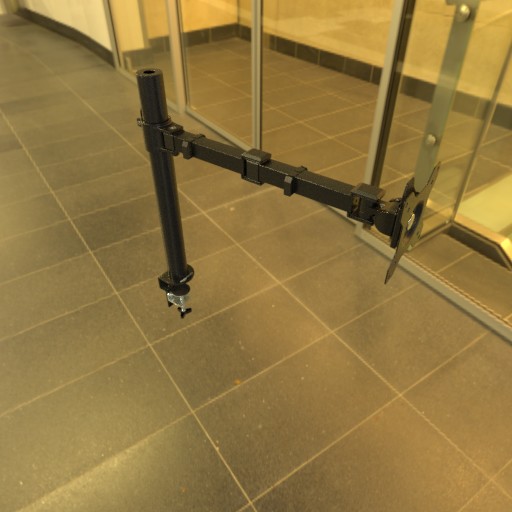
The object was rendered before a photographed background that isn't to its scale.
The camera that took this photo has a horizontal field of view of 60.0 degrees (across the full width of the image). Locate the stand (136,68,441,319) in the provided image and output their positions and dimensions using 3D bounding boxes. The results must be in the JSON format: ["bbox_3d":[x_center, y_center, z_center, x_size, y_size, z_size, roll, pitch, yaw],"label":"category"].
[{"bbox_3d":[0.000,0.000,0.722,0.456,0.510,0.115,24,45,27],"label":"stand"}]
